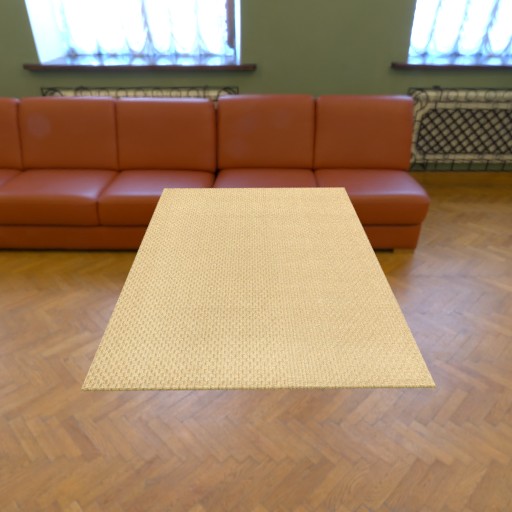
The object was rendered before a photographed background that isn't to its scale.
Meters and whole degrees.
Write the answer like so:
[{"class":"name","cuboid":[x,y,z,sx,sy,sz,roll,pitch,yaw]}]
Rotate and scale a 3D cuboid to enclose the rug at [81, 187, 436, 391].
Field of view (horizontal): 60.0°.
[{"class":"rug","cuboid":[0.000,0.000,2.795,1.509,0.013,2.144,0,32,-1]}]
